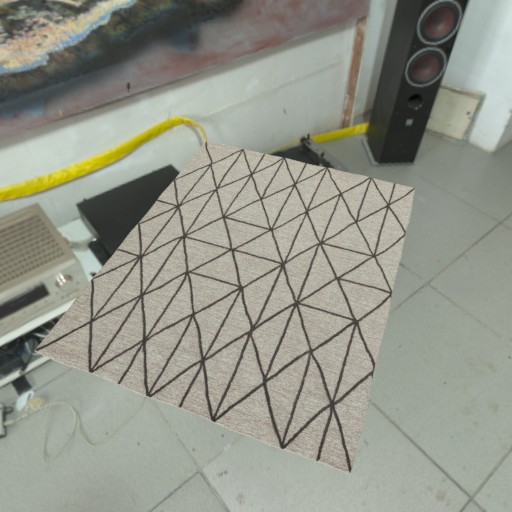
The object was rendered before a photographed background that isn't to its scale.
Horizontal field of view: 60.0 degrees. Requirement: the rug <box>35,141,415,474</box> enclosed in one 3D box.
[{"bbox_3d":[0.000,0.000,4.030,2.468,0.022,3.061,16,50,14],"label":"rug"}]
